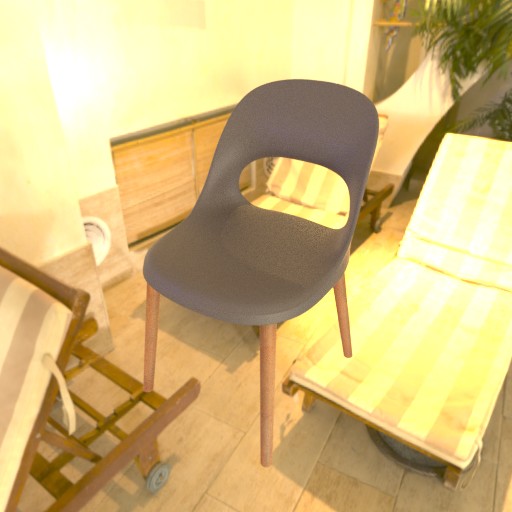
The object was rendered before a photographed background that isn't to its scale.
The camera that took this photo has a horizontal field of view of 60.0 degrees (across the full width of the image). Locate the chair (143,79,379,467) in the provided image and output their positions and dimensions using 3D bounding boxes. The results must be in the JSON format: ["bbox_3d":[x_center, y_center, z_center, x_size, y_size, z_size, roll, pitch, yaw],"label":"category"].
[{"bbox_3d":[0.000,0.000,1.161,0.470,0.795,0.556,19,36,29],"label":"chair"}]
